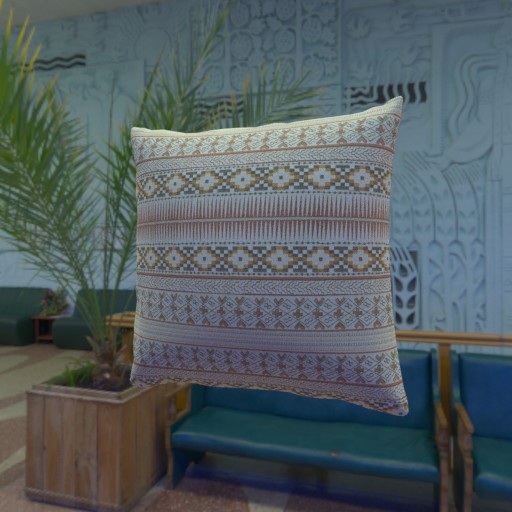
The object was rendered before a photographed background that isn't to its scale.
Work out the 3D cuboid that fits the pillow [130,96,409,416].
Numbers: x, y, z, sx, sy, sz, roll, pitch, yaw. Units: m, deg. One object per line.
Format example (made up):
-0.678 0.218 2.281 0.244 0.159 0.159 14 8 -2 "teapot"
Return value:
0.000 0.000 0.798 0.521 0.519 0.215 0 0 18 "pillow"
